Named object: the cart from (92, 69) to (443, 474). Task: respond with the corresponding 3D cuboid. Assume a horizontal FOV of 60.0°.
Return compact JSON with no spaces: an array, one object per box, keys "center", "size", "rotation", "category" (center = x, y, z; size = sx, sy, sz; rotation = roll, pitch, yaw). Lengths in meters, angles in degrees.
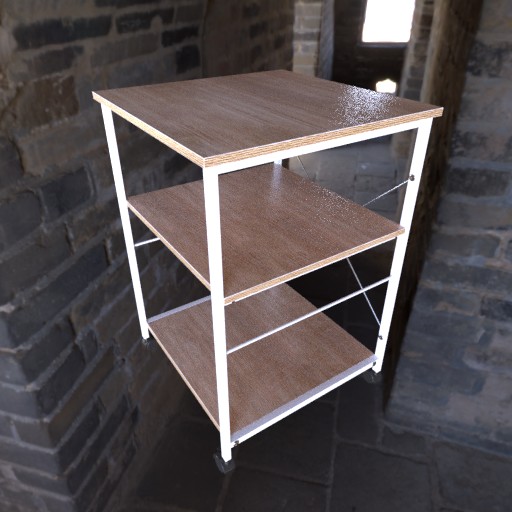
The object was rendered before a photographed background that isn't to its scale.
[{"center":[0.000,0.000,1.114],"size":[0.520,0.762,0.521],"rotation":[-19,37,-28],"category":"cart"}]
